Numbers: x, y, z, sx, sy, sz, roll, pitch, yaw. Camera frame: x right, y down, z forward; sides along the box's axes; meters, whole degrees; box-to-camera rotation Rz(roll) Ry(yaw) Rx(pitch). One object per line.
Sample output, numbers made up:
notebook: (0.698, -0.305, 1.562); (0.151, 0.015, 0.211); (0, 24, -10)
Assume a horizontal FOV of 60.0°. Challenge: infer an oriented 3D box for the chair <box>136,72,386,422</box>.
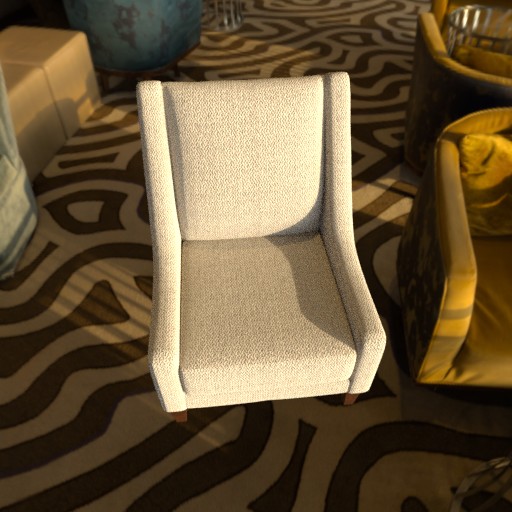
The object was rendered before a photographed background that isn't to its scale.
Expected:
chair: (0.000, 0.000, 1.649); (0.774, 1.014, 0.870); (-4, 46, -4)
